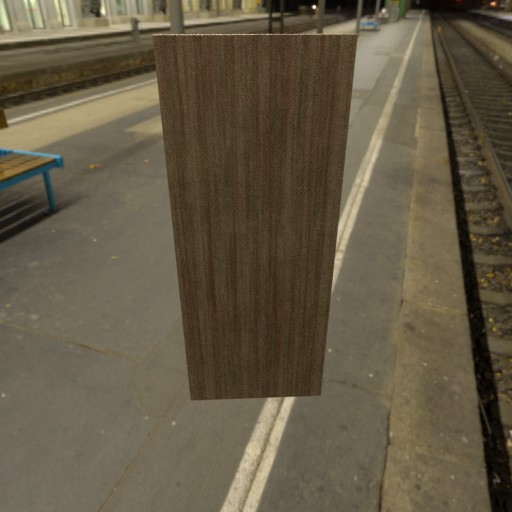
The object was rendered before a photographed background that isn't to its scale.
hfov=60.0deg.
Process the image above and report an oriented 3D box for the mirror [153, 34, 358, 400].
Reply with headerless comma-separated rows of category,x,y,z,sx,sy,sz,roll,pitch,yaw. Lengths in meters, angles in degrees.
mirror,0.000,0.000,2.269,0.812,2.032,0.025,-1,30,-2
